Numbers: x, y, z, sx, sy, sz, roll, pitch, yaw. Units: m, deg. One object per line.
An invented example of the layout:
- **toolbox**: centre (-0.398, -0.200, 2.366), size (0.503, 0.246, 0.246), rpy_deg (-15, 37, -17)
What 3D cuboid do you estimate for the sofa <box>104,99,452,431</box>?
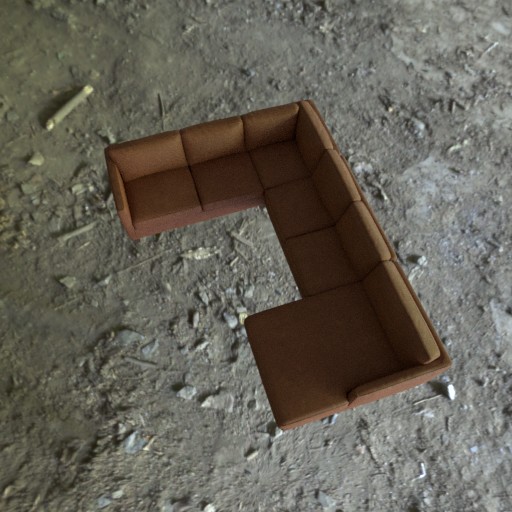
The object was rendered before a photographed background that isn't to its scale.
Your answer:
- **sofa**: centre (0.000, 0.000, 4.708), size (2.593, 0.923, 3.460), rpy_deg (-16, 64, -8)
